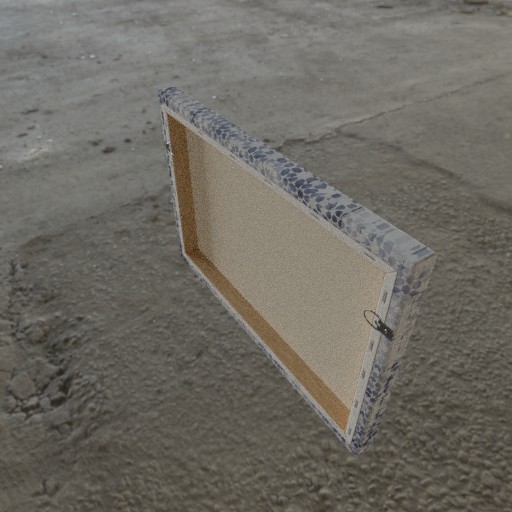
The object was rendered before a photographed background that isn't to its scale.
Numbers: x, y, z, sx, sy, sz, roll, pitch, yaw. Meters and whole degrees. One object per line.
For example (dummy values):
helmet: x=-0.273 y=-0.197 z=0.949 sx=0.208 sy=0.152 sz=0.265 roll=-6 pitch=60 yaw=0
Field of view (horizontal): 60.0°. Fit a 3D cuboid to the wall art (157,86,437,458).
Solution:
wall art: x=0.000 y=0.000 z=1.154 sx=0.057 sy=0.608 sz=0.911 roll=-24 pitch=45 yaw=-26
